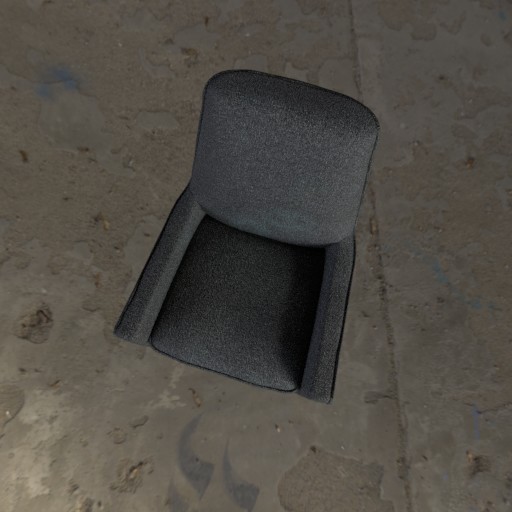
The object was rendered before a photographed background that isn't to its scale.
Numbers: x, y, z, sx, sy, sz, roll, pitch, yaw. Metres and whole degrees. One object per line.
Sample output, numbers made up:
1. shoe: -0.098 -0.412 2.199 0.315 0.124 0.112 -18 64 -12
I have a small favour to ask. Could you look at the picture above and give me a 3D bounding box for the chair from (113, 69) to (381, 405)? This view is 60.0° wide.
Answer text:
1. chair: 0.000 0.000 1.569 0.763 0.883 0.859 17 77 4
